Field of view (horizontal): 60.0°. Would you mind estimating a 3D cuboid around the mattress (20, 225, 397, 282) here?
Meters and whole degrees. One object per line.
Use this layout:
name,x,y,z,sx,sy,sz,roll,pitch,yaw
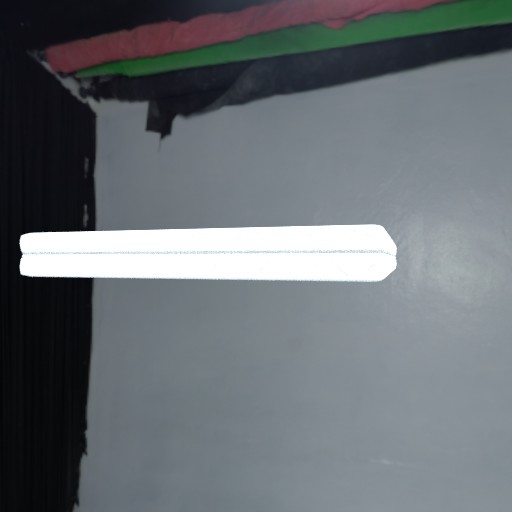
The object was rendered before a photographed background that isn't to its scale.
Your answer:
mattress,0.000,0.000,2.705,1.600,0.200,2.000,0,-1,19
